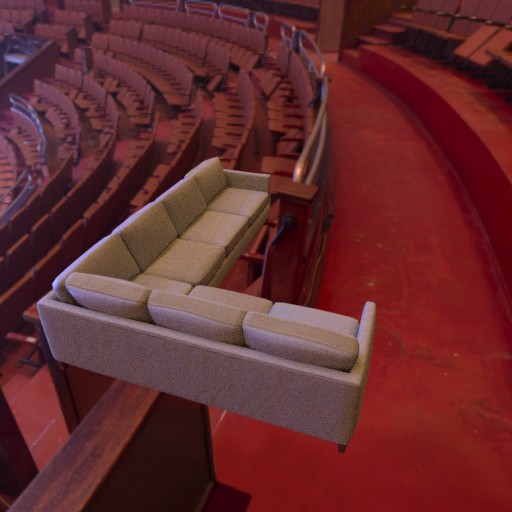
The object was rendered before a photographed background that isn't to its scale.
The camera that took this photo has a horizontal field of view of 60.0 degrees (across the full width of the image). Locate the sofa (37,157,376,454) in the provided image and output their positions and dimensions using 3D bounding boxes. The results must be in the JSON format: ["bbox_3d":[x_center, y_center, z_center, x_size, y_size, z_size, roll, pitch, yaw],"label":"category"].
[{"bbox_3d":[0.000,0.000,4.564,2.592,0.947,3.301,10,33,16],"label":"sofa"}]
